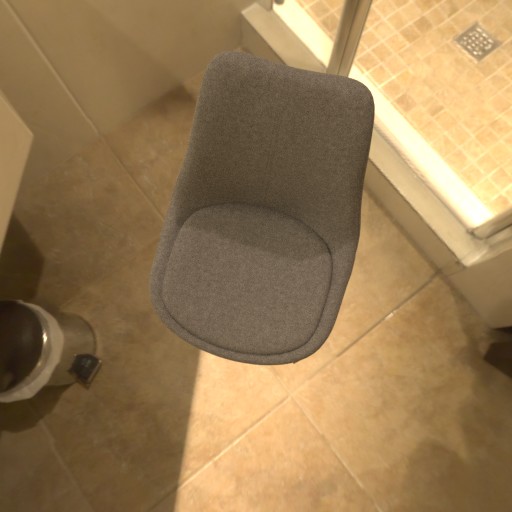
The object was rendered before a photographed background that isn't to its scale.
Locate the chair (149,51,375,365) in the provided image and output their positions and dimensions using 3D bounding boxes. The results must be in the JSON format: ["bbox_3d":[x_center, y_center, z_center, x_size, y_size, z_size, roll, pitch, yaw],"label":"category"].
[{"bbox_3d":[0.000,0.000,1.169,0.483,0.865,0.550,15,77,4],"label":"chair"}]
